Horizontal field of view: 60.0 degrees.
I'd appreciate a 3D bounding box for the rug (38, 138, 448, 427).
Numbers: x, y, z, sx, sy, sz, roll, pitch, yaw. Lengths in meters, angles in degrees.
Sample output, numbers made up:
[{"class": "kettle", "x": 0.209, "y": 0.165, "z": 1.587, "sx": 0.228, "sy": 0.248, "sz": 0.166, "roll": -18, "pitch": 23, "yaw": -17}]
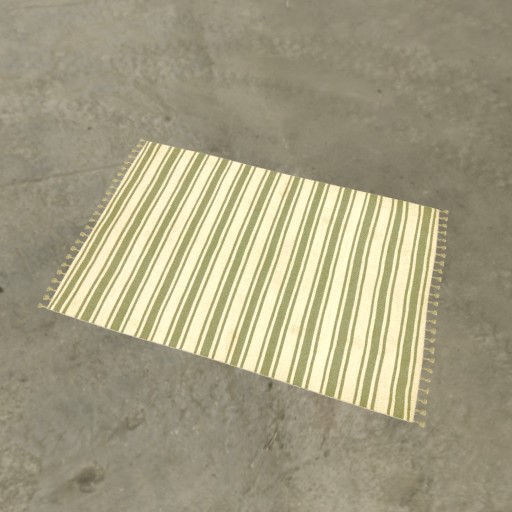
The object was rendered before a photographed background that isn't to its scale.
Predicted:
[{"class": "rug", "x": 0.000, "y": 0.000, "z": 2.981, "sx": 2.435, "sy": 0.018, "sz": 1.540, "roll": 15, "pitch": 60, "yaw": 9}]
